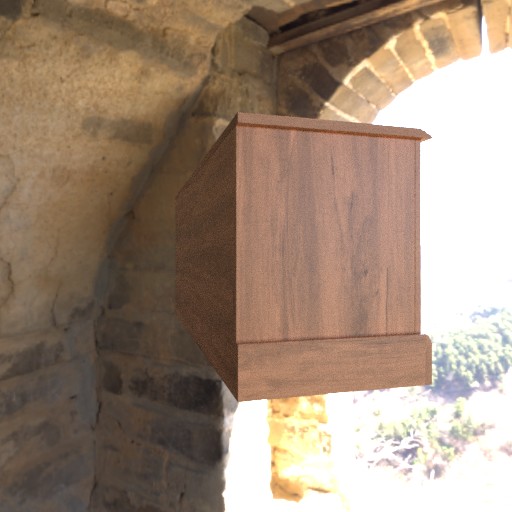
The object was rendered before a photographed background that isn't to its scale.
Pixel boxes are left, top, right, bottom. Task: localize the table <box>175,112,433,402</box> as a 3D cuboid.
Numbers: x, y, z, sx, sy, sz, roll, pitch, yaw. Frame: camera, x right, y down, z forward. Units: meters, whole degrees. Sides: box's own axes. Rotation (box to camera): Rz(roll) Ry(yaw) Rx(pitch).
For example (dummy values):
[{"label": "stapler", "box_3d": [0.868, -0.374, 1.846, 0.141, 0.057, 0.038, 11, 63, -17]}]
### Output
[{"label": "table", "box_3d": [0.000, 0.000, 1.410, 0.400, 0.510, 1.200, 0, 0, -16]}]
